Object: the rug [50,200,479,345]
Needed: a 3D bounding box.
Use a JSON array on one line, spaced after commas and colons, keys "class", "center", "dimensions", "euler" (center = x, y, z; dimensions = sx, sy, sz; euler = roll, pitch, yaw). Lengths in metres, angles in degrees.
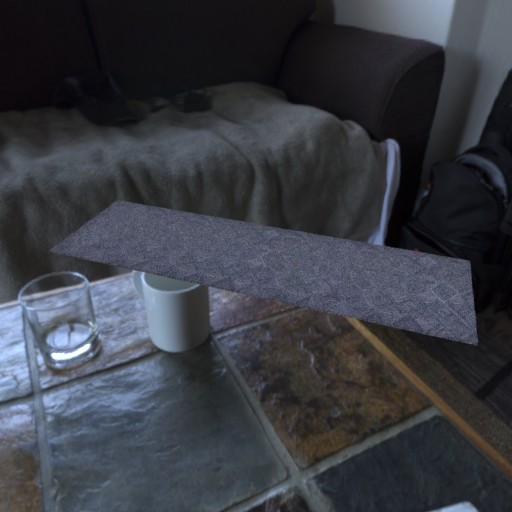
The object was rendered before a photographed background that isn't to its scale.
[{"class": "rug", "center": [0.000, 0.000, 2.515], "dimensions": [2.296, 0.011, 0.691], "euler": [11, 35, 16]}]
